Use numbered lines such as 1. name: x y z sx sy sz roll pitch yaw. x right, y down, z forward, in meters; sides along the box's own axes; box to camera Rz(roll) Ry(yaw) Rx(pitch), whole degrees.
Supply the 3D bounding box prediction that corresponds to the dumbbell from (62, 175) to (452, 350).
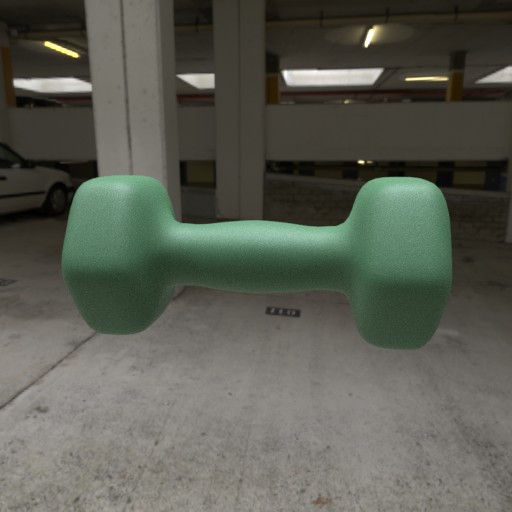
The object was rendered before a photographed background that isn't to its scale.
1. dumbbell: 0.000 0.000 0.323 0.257 0.114 0.126 2 13 8
